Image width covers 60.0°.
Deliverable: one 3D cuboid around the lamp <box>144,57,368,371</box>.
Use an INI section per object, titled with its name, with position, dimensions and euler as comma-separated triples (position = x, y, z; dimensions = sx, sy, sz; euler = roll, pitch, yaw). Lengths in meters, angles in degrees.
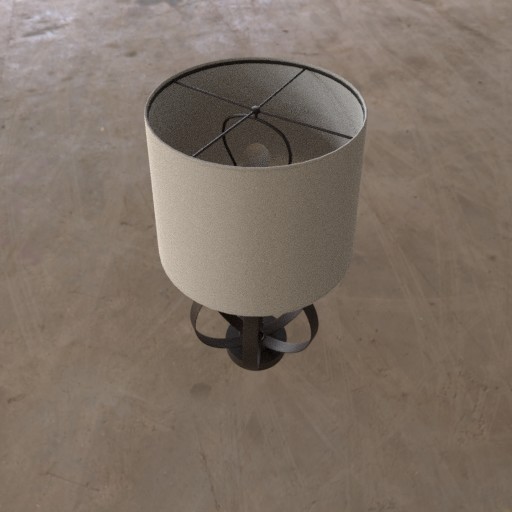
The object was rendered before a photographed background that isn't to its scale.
[lamp]
position = 0.000, 0.000, 0.692
dimensions = 0.286, 0.510, 0.286
euler = 0, 47, 0
